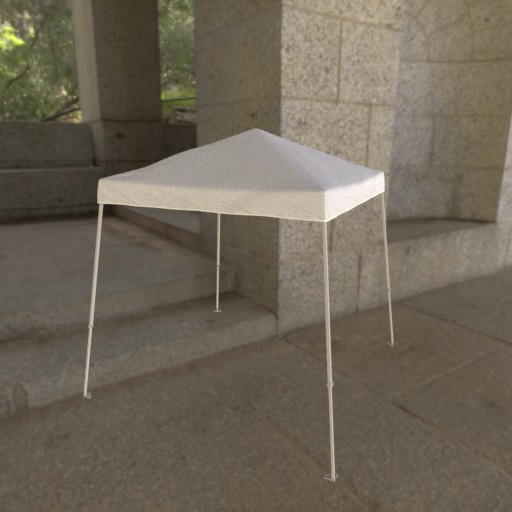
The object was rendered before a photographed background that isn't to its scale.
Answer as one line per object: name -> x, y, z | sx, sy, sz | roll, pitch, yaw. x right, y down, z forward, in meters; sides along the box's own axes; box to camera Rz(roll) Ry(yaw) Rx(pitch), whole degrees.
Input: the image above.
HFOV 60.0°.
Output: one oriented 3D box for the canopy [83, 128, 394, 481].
canopy -> 0.000, 0.000, 6.498 | 3.600, 3.600, 3.599 | 7, 16, 25
